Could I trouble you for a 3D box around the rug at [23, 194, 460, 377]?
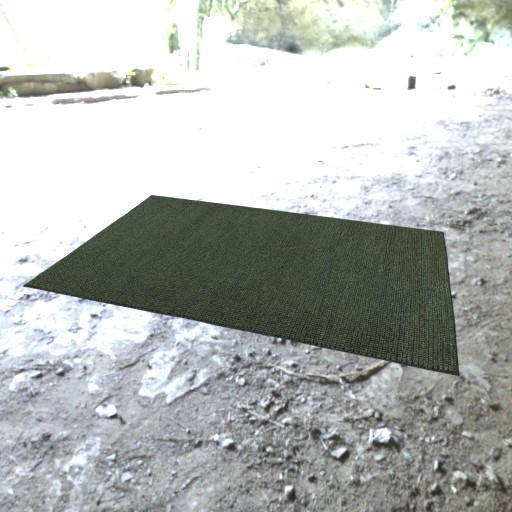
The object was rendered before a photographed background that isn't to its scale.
[{"bbox_3d":[0.000,0.000,2.966,2.443,0.021,1.538,9,31,15],"label":"rug"}]
